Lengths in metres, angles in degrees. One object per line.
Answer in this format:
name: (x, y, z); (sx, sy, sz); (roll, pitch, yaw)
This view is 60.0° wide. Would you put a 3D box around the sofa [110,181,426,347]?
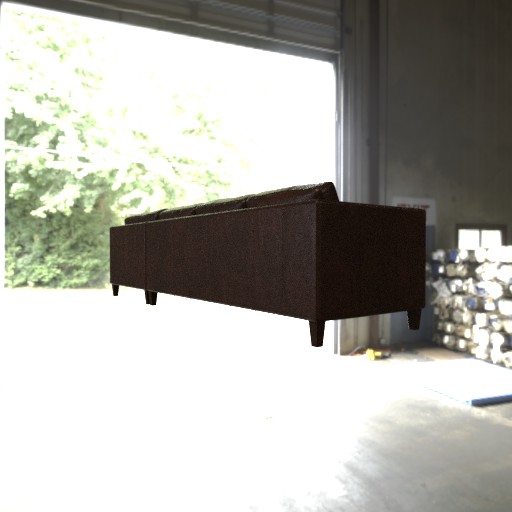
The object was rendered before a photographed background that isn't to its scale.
sofa: (0.000, 0.000, 3.942); (1.581, 0.883, 3.203); (-1, 1, -36)
